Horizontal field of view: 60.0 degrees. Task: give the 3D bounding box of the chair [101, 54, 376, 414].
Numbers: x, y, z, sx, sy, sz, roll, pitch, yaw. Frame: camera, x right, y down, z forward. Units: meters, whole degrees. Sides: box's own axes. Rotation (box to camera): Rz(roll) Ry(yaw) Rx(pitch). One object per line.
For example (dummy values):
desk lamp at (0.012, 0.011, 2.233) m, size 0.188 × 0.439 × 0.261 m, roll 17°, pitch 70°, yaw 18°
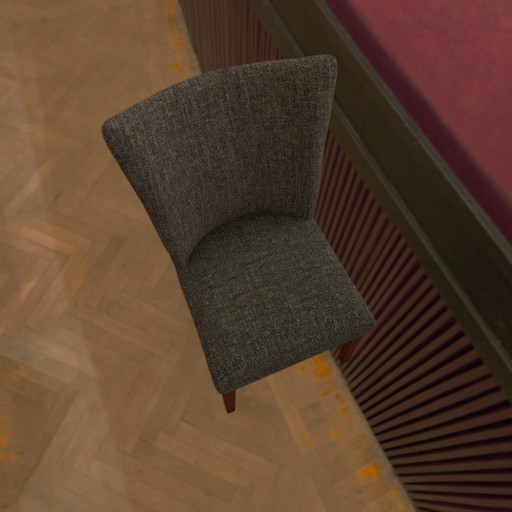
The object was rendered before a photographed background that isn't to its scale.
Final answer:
chair at (0.000, 0.000, 1.273) m, size 0.535 × 0.924 × 0.623 m, roll -21°, pitch 65°, yaw -10°
